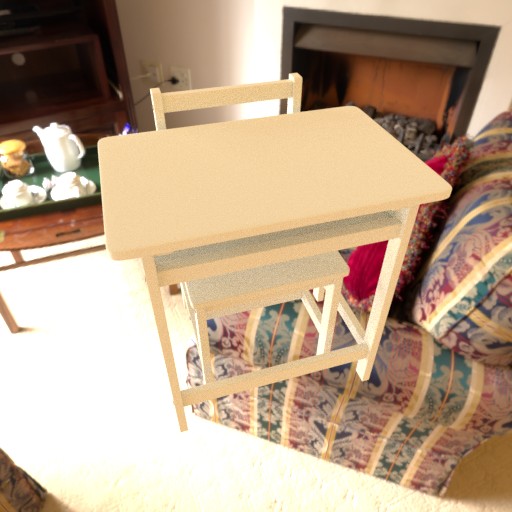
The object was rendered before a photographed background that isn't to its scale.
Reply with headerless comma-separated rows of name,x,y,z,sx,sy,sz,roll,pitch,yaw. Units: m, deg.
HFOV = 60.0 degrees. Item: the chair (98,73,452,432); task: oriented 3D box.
chair,0.000,0.000,1.057,0.599,0.673,0.461,-11,42,-13
